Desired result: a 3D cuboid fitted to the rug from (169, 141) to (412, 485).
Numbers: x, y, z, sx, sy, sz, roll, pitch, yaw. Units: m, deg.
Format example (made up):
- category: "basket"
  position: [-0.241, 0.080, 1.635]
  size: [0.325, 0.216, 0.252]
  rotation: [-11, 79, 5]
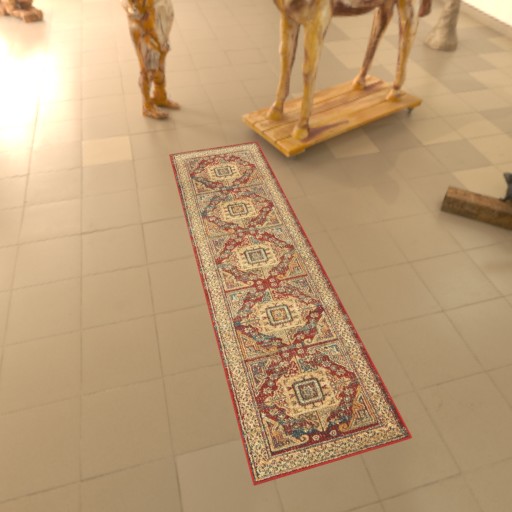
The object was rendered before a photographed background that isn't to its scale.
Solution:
- category: "rug"
  position: [0.000, 0.000, 2.479]
  size: [0.659, 0.015, 2.292]
  rotation: [-11, 47, -11]
